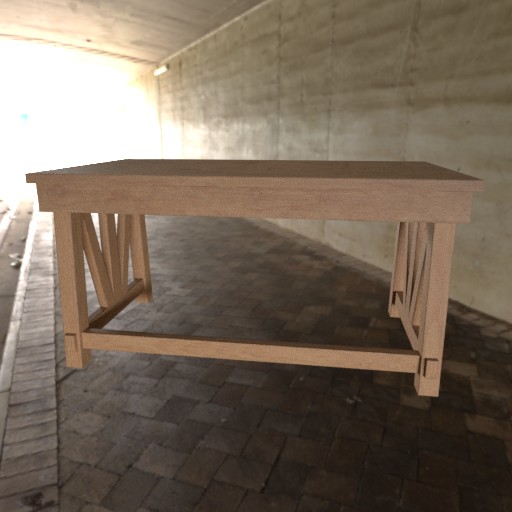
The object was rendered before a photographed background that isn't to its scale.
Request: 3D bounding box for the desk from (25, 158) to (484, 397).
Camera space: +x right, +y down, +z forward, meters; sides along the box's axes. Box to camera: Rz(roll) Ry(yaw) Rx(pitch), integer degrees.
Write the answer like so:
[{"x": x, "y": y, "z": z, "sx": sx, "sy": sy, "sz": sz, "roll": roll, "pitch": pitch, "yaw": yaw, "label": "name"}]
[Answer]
[{"x": 0.000, "y": 0.000, "z": 1.919, "sx": 1.499, "sy": 0.762, "sz": 0.813, "roll": 2, "pitch": 16, "yaw": 8, "label": "desk"}]
